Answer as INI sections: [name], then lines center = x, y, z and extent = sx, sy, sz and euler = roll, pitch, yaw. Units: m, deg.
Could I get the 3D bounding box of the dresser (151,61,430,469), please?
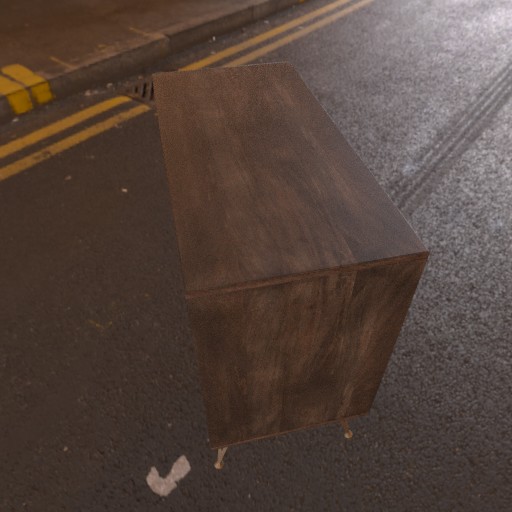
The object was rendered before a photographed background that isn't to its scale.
[dresser]
center = 0.000, 0.000, 1.368
extent = 0.453, 0.801, 0.923
euler = -9, 45, -9
